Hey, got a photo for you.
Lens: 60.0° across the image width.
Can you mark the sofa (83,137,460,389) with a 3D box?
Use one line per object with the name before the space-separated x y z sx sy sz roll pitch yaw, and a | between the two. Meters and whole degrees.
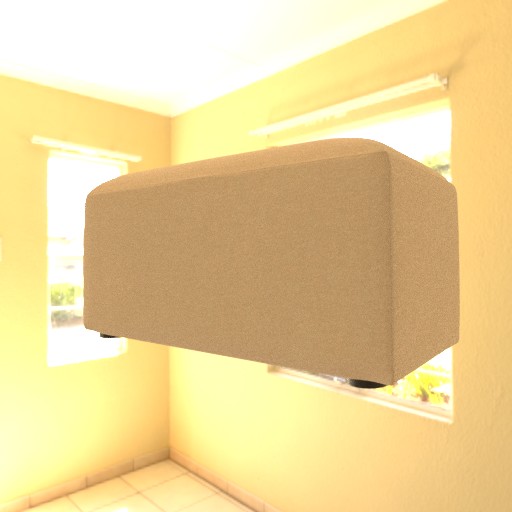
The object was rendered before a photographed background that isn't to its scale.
sofa | 0.000 0.000 1.196 0.930 0.470 0.480 0 0 37
